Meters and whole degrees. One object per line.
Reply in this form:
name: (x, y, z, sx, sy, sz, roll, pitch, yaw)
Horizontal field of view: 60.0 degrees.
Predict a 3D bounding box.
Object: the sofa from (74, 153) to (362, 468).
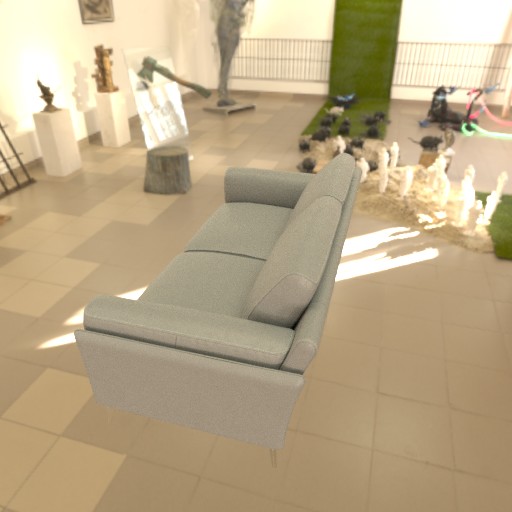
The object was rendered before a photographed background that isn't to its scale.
sofa: (0.000, 0.000, 2.681, 1.049, 0.930, 2.101, 8, 31, 14)
